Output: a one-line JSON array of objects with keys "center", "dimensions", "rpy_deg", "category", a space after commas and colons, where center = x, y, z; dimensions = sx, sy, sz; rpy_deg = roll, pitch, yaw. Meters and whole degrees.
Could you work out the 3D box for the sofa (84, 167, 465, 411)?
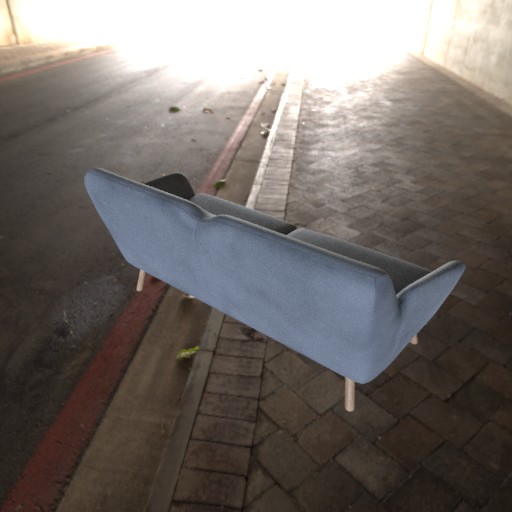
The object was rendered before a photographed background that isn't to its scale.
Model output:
[{"center": [0.000, 0.000, 2.334], "dimensions": [1.870, 0.810, 0.850], "rpy_deg": [22, 37, 33], "category": "sofa"}]
